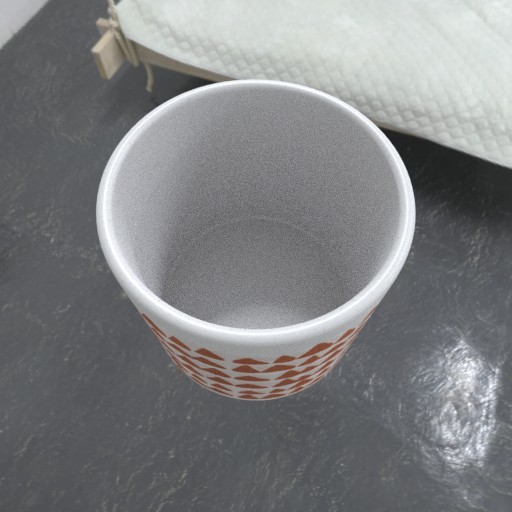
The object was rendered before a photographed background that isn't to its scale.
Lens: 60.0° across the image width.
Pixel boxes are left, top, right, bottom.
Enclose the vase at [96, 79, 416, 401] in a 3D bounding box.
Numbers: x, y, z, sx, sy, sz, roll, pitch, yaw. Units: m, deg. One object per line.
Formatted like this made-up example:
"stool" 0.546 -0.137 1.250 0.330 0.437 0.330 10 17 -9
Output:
"vase" 0.000 0.000 0.246 0.137 0.127 0.137 0 63 0
